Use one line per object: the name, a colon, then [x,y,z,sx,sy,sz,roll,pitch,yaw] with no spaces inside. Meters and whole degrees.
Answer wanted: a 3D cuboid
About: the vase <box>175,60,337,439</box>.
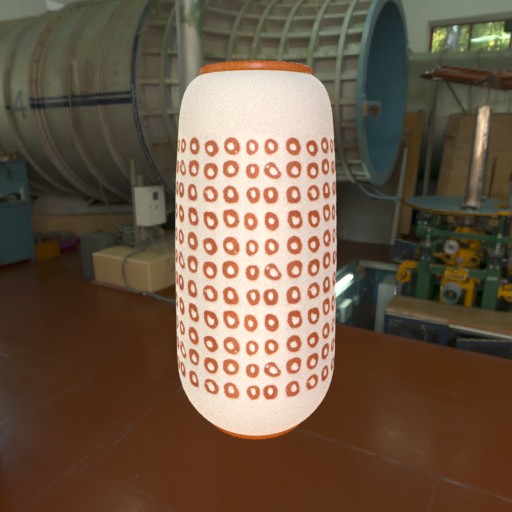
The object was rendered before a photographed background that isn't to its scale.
vase: [0.000,0.000,0.360,0.133,0.282,0.133,0,15,0]
